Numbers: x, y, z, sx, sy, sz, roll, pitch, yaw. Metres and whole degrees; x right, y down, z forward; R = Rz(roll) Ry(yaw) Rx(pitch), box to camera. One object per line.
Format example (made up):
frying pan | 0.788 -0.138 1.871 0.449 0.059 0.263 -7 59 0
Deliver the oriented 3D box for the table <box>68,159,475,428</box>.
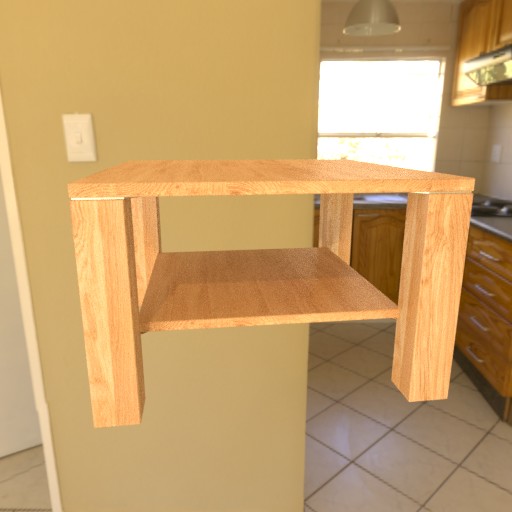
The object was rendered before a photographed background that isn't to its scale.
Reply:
table | 0.000 0.000 1.141 0.700 0.450 0.700 -2 15 -7
